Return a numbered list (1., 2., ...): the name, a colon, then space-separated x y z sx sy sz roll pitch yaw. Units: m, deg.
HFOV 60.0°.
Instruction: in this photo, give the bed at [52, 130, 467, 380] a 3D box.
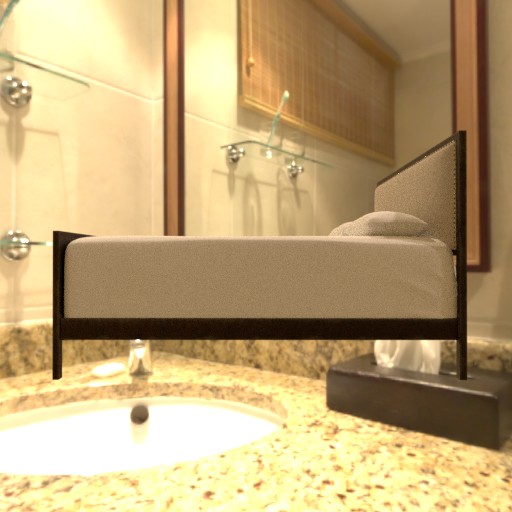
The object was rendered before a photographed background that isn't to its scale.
1. bed: 0.000 0.000 3.133 2.221 1.313 1.607 0 0 0
